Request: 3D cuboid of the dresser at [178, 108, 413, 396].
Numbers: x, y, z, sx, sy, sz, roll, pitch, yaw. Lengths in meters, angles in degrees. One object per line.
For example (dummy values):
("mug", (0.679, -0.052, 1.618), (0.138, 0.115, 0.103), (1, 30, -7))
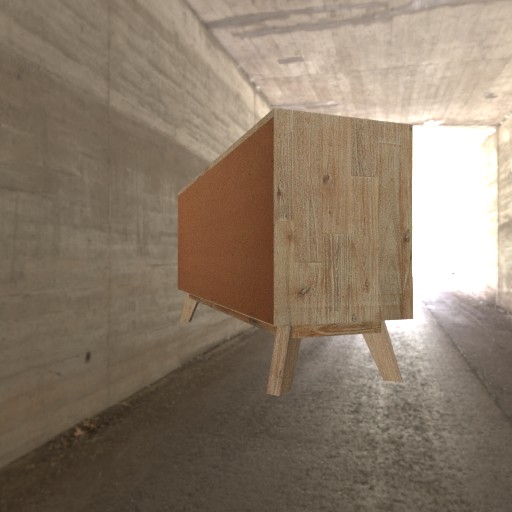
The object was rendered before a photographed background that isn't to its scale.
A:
("dresser", (0.000, 0.000, 2.028), (0.455, 0.788, 1.602), (0, -1, -19))
